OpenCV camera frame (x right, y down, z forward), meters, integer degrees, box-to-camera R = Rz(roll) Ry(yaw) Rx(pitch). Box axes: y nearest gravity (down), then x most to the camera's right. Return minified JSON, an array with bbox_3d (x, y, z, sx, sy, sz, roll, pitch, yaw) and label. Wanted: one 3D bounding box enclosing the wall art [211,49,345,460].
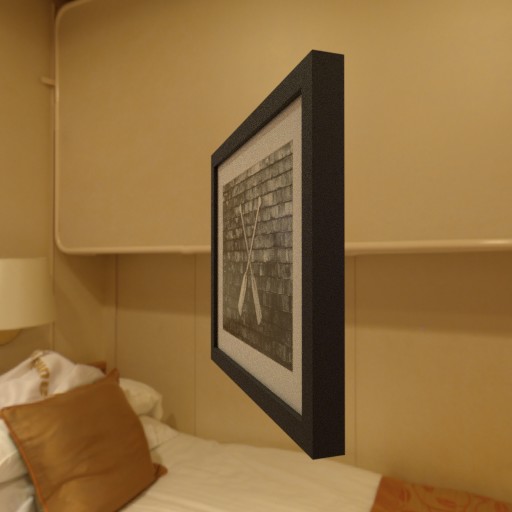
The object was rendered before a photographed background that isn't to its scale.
[{"bbox_3d":[0.000,0.000,0.541,0.029,0.330,0.381,0,-1,-18],"label":"wall art"}]
